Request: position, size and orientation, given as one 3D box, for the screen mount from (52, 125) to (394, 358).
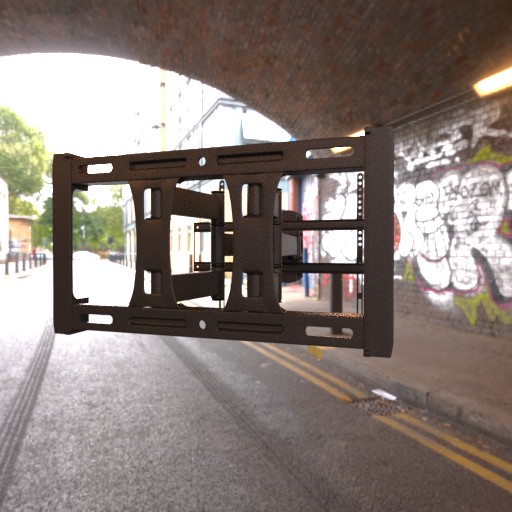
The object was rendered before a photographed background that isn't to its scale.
[{"bbox_3d":[0.000,0.000,1.095,0.661,0.491,0.644,0,1,18],"label":"screen mount"}]
